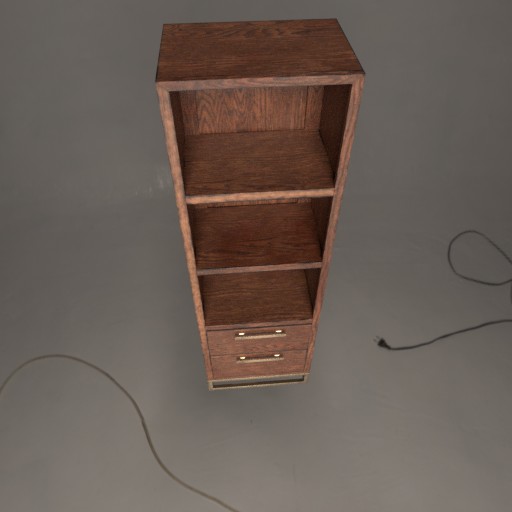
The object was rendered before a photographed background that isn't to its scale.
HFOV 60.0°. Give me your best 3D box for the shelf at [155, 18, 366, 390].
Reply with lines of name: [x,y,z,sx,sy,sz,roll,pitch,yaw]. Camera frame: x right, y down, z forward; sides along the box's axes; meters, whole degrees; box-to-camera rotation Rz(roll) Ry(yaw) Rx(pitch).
shelf: [0.000,0.000,1.879,0.539,1.732,0.395,-3,48,-3]
